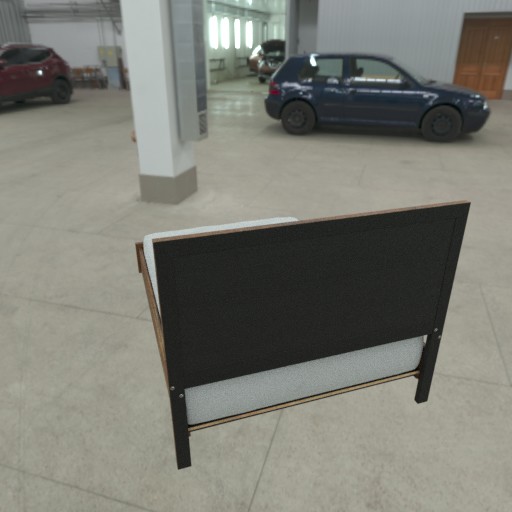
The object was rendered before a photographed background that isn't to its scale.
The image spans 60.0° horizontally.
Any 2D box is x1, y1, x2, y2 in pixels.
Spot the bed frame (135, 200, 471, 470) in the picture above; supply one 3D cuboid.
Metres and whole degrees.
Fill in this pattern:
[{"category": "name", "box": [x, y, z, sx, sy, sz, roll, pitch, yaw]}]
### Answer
[{"category": "bed frame", "box": [0.000, 0.000, 3.431, 1.696, 1.417, 2.276, -8, 27, -17]}]
